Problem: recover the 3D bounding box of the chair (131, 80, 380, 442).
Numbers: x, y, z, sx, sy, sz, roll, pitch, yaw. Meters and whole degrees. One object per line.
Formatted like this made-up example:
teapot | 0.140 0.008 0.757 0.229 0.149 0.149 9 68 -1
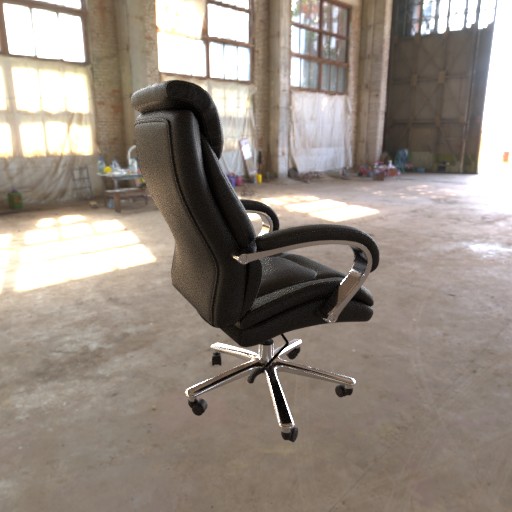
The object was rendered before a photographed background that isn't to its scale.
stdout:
chair | 0.000 0.000 1.682 0.790 1.183 0.755 -7 17 -26
